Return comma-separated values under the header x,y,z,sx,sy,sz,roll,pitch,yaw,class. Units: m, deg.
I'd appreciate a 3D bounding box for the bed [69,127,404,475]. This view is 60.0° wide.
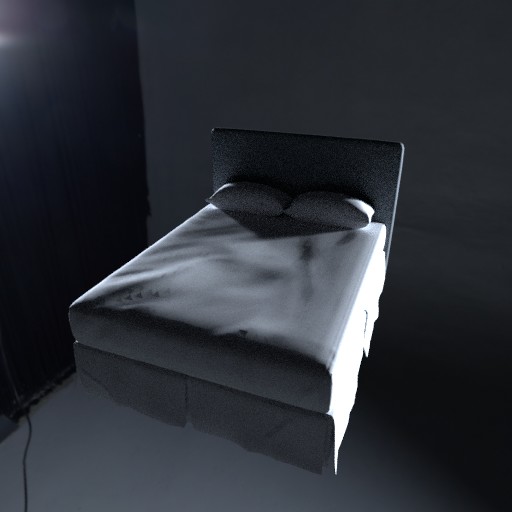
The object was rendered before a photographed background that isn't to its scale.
x,y,z,sx,sy,sz,roll,pitch,yaw,class
0.000,0.000,3.151,1.713,1.330,2.142,10,29,19,bed
